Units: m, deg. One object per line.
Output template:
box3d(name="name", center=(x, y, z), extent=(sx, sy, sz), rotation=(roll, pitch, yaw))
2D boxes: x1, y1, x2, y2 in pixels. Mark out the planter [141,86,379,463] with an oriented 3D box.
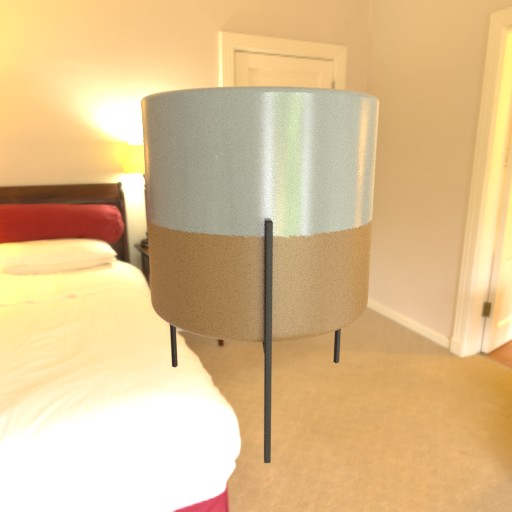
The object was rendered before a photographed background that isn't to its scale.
box3d(name="planter", center=(0.000, 0.000, 0.720), extent=(0.360, 0.480, 0.348), rotation=(7, 16, 26))
